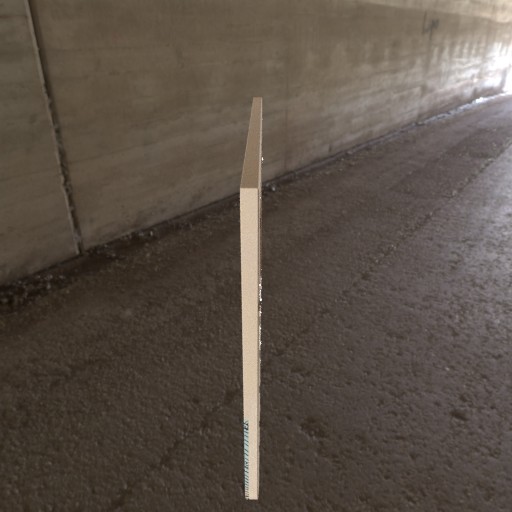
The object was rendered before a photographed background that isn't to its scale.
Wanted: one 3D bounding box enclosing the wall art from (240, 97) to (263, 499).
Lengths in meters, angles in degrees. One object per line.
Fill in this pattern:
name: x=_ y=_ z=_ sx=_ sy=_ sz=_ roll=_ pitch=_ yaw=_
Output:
wall art: x=0.000 y=0.000 z=1.579 sx=0.042 sy=0.912 sz=1.219 roll=0 pitch=27 yaw=1
